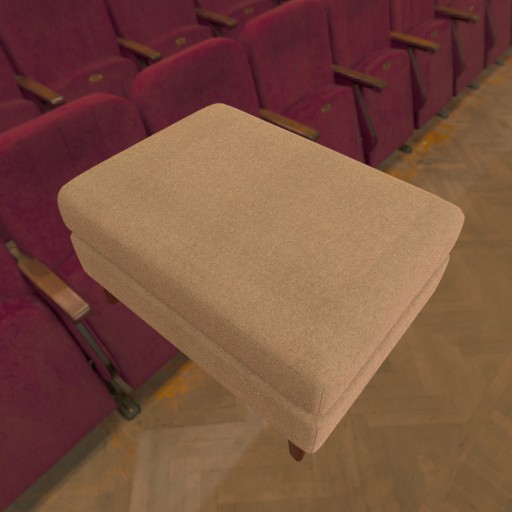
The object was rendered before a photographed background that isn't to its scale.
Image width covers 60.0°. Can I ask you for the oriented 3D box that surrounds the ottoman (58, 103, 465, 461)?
[{"bbox_3d":[0.000,0.000,1.196,0.823,0.478,0.610,32,54,26],"label":"ottoman"}]
